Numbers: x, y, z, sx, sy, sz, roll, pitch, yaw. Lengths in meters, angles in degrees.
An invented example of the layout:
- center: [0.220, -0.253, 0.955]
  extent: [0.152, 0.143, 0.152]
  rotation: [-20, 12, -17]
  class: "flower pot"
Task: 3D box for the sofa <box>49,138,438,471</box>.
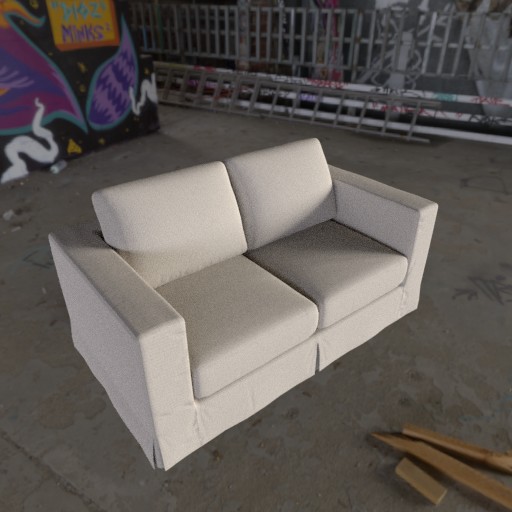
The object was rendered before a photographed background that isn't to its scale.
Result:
- center: [0.000, 0.000, 2.380]
  extent: [1.813, 0.932, 1.009]
  rotation: [-22, 37, -32]
  class: "sofa"
